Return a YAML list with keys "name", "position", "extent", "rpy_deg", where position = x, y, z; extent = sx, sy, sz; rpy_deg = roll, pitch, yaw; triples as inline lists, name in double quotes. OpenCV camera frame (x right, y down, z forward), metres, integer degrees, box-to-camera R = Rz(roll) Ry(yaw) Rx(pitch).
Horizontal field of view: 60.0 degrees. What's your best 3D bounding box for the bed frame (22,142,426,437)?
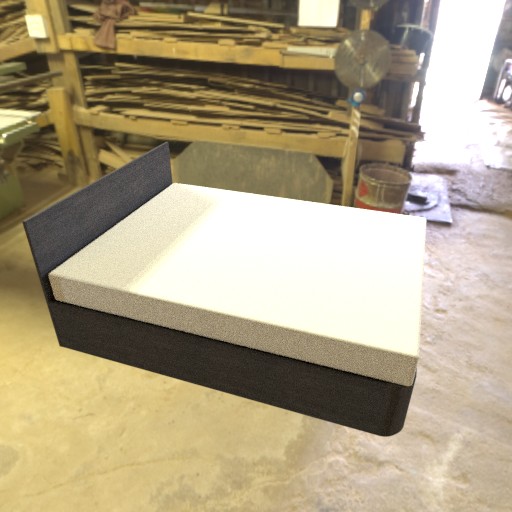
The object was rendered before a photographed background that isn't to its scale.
- name: "bed frame"
  position: [0.000, 0.000, 2.638]
  extent: [1.900, 0.800, 1.400]
  rpy_deg: [10, 32, 17]
